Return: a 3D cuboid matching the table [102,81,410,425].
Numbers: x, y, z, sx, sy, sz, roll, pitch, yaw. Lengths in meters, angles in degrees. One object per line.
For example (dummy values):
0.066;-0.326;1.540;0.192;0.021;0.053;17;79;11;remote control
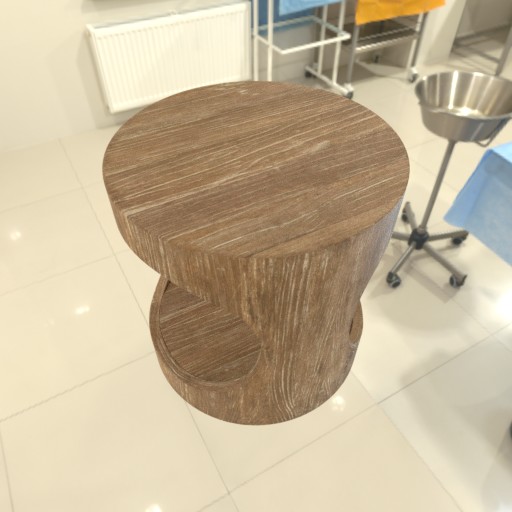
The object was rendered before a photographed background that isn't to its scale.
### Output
0.000;0.000;0.978;0.527;0.551;0.527;0;46;0;table
